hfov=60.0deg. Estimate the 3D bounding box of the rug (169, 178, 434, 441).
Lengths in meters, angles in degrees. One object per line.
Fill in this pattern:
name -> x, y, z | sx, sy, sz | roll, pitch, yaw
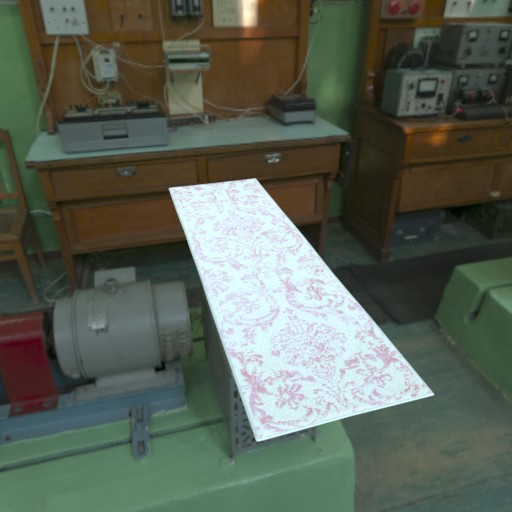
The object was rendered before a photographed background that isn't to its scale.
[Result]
rug -> 0.000, 0.000, 2.392 | 0.662, 0.011, 2.196 | -9, 32, -14
